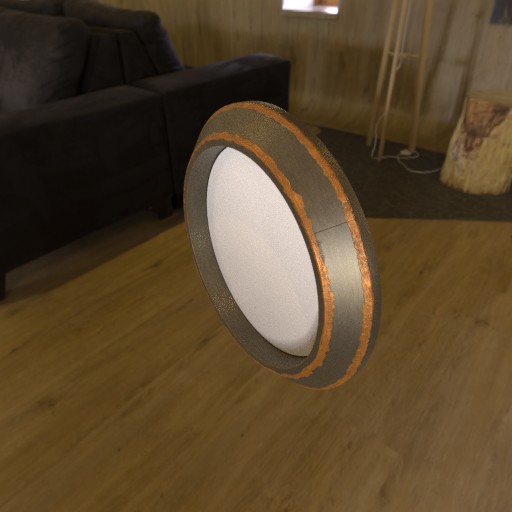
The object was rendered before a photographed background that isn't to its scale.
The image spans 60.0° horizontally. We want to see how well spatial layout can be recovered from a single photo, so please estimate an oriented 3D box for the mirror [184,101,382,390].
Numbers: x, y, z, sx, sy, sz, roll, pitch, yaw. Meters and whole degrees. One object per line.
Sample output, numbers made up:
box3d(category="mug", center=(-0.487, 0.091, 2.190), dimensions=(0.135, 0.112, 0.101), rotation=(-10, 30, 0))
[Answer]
box3d(category="mirror", center=(0.000, 0.000, 1.380), dimensions=(0.111, 0.907, 0.907), rotation=(-21, 39, -29))
